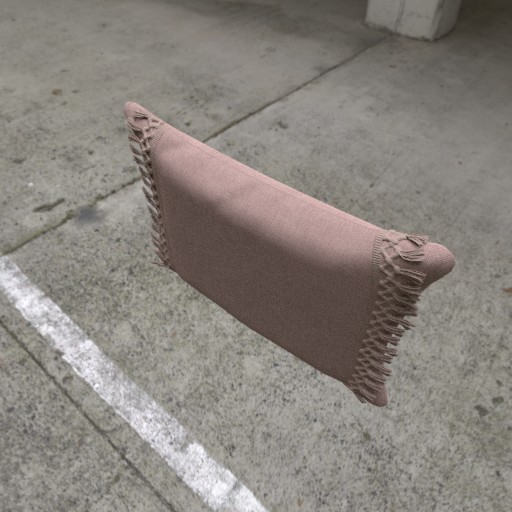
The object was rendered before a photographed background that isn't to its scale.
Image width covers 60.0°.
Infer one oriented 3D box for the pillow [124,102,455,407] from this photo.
[{"bbox_3d":[0.000,0.000,0.604,0.466,0.305,0.084,31,53,27],"label":"pillow"}]
